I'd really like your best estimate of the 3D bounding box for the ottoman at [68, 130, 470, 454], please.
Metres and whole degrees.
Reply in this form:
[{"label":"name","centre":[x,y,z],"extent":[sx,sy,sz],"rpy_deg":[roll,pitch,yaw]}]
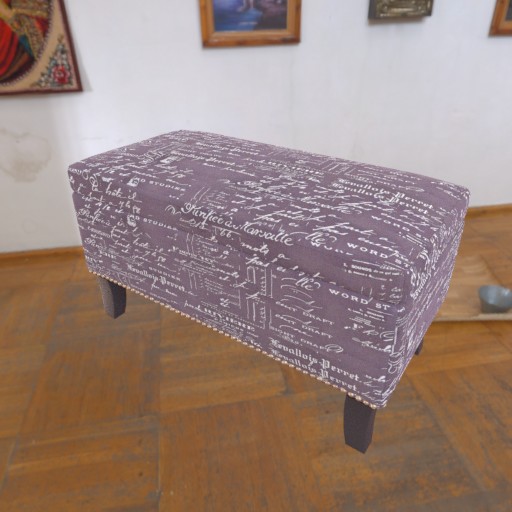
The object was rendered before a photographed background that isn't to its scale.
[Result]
[{"label":"ottoman","centre":[0.000,0.000,1.057],"extent":[0.813,0.457,0.406],"rpy_deg":[19,36,29]}]
